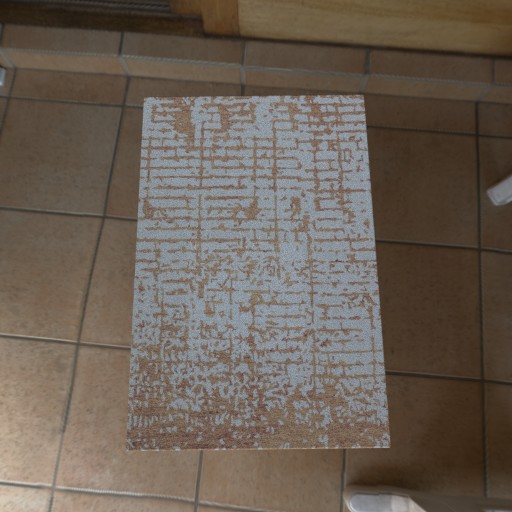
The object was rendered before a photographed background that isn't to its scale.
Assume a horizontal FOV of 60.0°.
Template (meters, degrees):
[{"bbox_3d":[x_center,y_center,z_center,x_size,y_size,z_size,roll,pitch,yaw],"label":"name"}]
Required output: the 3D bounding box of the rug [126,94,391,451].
[{"bbox_3d":[0.000,0.000,2.251,1.219,0.011,1.829,-1,77,0],"label":"rug"}]
